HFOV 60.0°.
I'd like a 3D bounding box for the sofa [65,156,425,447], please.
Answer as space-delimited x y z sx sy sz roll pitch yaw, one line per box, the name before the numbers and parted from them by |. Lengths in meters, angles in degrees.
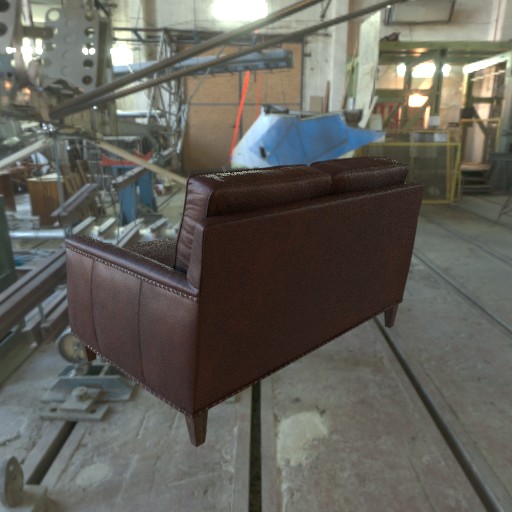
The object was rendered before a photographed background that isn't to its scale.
sofa | 0.000 0.000 2.302 1.083 1.003 1.628 15 22 43
